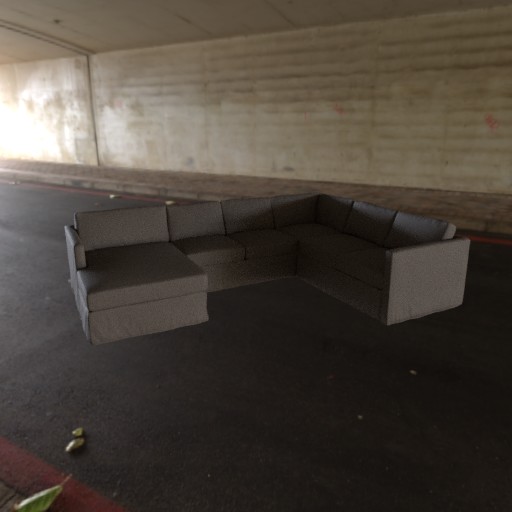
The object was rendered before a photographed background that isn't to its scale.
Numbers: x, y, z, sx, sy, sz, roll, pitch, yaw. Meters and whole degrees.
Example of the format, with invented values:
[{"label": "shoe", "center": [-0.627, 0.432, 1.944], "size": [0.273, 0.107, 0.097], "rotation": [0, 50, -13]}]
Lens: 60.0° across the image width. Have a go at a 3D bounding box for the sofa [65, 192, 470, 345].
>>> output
[{"label": "sofa", "center": [0.000, 0.000, 4.653], "size": [3.528, 0.878, 2.476], "rotation": [-9, 19, -26]}]
